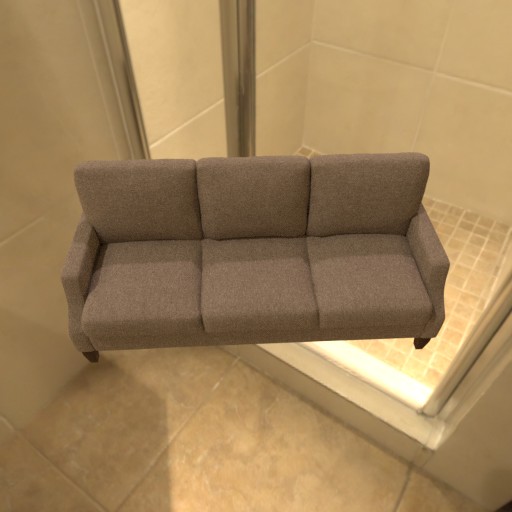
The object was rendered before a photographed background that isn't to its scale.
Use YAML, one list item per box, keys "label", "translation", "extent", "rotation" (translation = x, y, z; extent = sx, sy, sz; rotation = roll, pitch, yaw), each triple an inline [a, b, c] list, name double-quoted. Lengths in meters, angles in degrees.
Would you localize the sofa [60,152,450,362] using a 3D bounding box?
- label: "sofa"
  translation: [0.000, 0.000, 2.637]
  extent: [2.115, 0.984, 0.888]
  rotation: [-2, 46, -2]
